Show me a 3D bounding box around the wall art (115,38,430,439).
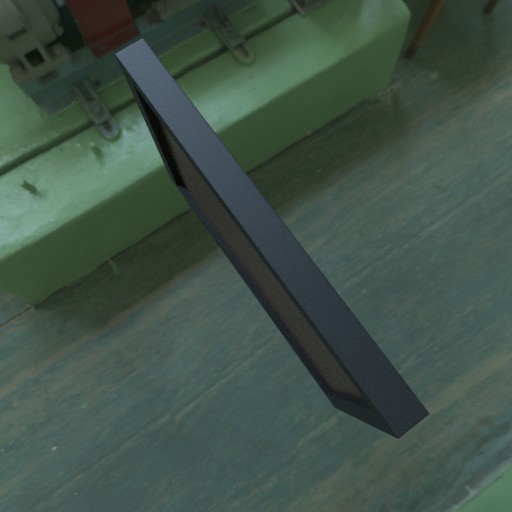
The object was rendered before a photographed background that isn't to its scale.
[{"bbox_3d":[0.000,0.000,0.831,0.051,0.456,0.671,-35,78,-8],"label":"wall art"}]
